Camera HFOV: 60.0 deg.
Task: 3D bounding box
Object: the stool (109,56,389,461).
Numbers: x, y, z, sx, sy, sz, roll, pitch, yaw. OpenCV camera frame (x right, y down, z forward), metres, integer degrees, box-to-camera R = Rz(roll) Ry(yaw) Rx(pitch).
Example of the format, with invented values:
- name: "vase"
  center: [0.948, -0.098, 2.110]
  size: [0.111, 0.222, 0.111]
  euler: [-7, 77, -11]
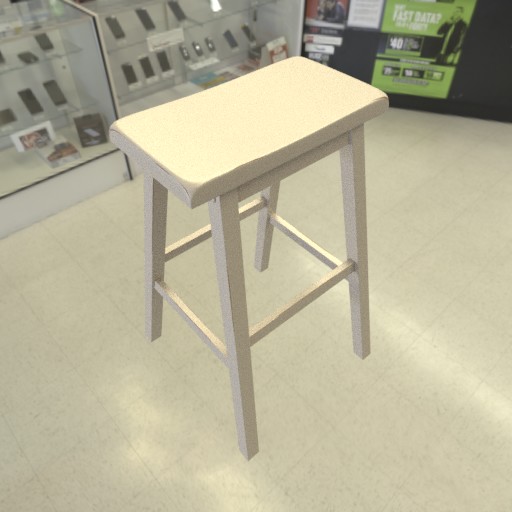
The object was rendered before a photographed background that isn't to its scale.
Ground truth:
- name: "stool"
  center: [0.000, 0.000, 1.031]
  size: [0.457, 0.737, 0.476]
  euler: [-31, 53, -27]
